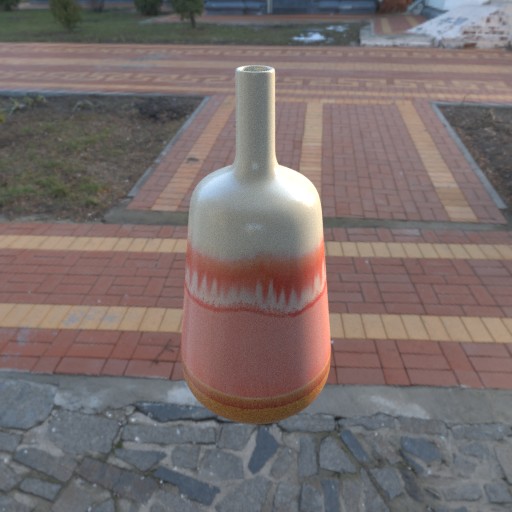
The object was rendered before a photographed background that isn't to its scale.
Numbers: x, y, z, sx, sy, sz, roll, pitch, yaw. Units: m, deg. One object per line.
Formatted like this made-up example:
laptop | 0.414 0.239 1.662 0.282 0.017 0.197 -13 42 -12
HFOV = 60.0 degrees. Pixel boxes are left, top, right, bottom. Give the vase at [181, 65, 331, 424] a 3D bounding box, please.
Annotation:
vase | 0.000 0.000 0.375 0.144 0.296 0.144 0 32 0
